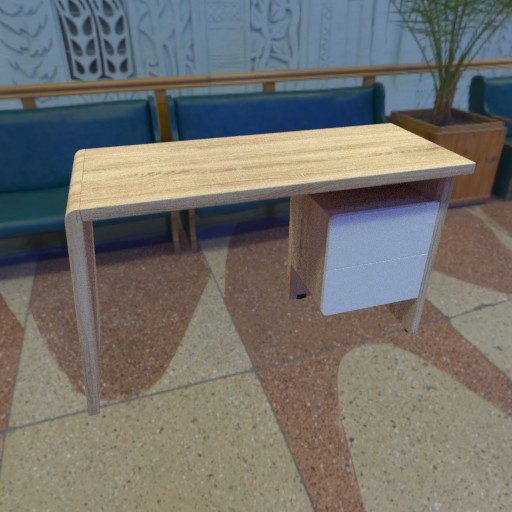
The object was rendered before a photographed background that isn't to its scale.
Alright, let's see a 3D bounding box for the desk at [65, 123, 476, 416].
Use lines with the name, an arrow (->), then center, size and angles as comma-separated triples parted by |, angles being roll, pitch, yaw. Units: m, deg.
desk -> 0.000, 0.000, 1.635 | 1.300, 0.750, 0.500 | -9, 32, -14
